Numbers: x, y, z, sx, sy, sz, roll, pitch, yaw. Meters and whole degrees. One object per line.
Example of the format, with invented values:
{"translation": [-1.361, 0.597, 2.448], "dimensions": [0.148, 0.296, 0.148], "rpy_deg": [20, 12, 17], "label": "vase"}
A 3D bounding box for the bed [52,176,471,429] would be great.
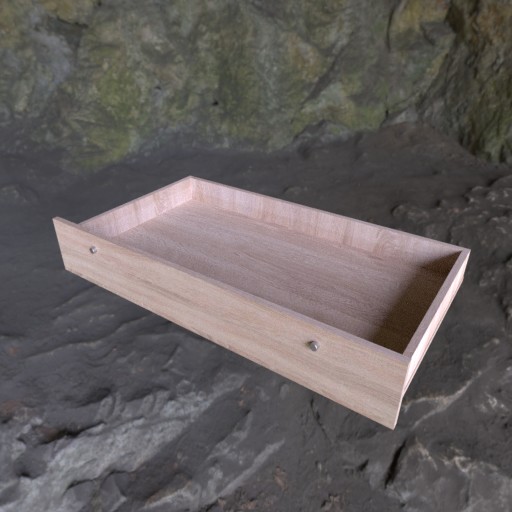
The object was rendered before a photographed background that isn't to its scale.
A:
{"translation": [0.000, 0.000, 1.476], "dimensions": [1.200, 0.209, 0.685], "rpy_deg": [19, 35, 29], "label": "bed"}
